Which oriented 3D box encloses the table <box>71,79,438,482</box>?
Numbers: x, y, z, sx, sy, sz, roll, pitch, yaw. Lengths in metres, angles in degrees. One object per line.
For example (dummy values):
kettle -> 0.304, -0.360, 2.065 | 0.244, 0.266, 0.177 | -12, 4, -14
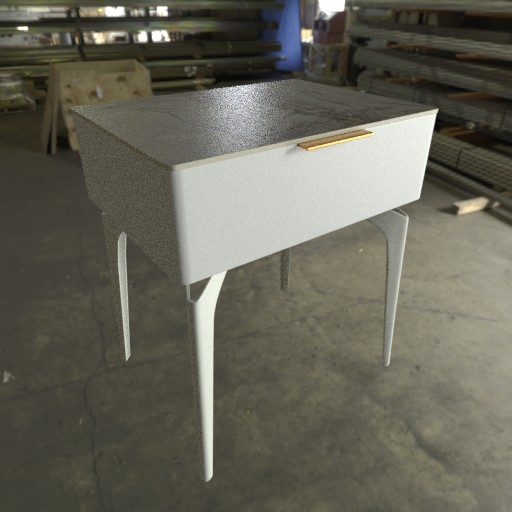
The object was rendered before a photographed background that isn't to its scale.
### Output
table -> 0.000, 0.000, 0.882 | 0.500, 0.570, 0.400 | -20, 36, -30
